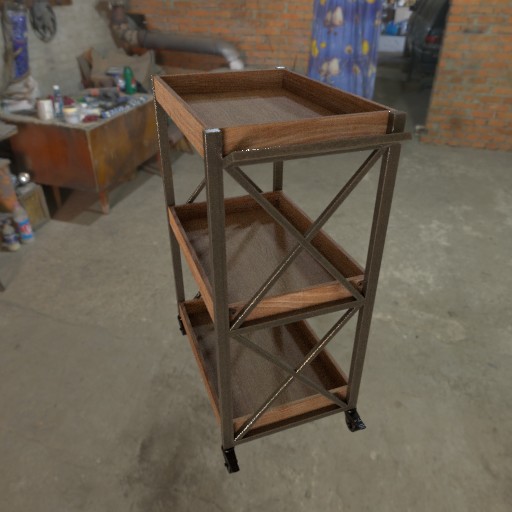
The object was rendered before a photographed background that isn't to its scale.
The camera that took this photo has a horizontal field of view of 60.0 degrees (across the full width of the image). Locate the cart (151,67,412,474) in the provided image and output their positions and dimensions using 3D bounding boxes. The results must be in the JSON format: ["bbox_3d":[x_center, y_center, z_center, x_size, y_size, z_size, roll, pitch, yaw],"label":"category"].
[{"bbox_3d":[0.000,0.000,1.171,0.377,0.835,0.673,-11,33,-17],"label":"cart"}]
